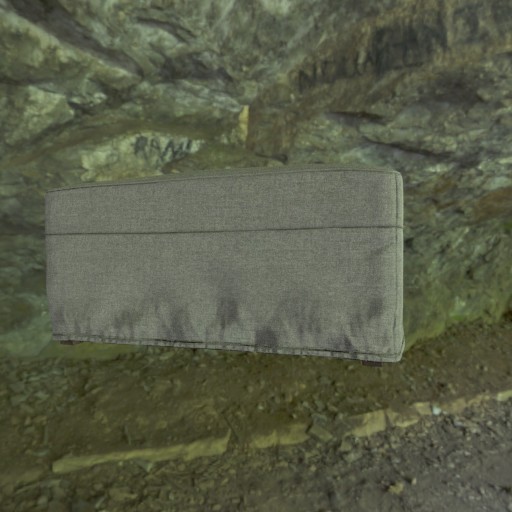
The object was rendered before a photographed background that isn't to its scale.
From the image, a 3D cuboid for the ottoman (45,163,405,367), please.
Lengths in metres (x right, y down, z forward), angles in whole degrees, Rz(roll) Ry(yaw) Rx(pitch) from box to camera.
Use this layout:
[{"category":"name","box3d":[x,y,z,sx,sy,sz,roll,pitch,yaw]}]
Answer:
[{"category":"ottoman","box3d":[0.000,0.000,1.332,0.840,0.436,0.843,0,-1,18]}]
